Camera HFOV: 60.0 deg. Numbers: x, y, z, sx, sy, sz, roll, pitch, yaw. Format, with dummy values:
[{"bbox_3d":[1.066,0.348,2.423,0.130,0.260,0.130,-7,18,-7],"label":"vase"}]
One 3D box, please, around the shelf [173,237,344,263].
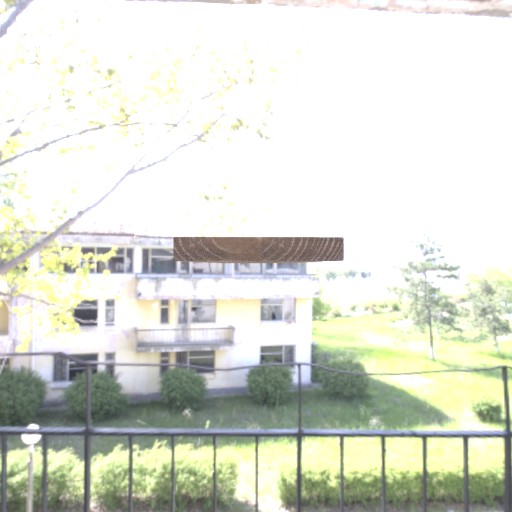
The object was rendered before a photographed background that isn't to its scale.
[{"bbox_3d":[0.000,0.000,0.667,0.140,0.020,0.610,0,-1,0],"label":"shelf"}]
